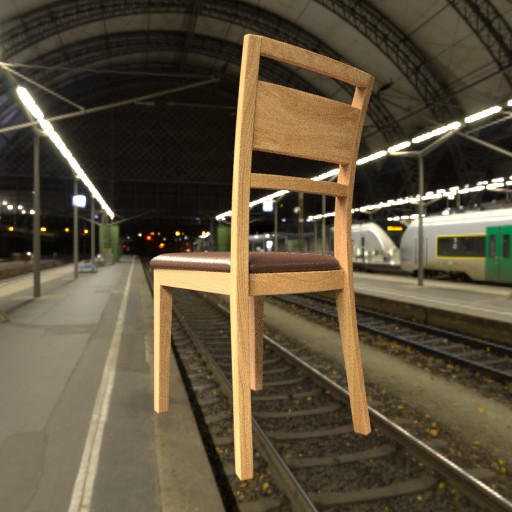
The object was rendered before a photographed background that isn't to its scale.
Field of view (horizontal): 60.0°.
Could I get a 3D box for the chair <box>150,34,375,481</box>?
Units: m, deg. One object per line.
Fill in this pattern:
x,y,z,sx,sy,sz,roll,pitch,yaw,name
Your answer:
0.000,0.000,1.237,0.420,0.940,0.545,-1,1,-36,chair
